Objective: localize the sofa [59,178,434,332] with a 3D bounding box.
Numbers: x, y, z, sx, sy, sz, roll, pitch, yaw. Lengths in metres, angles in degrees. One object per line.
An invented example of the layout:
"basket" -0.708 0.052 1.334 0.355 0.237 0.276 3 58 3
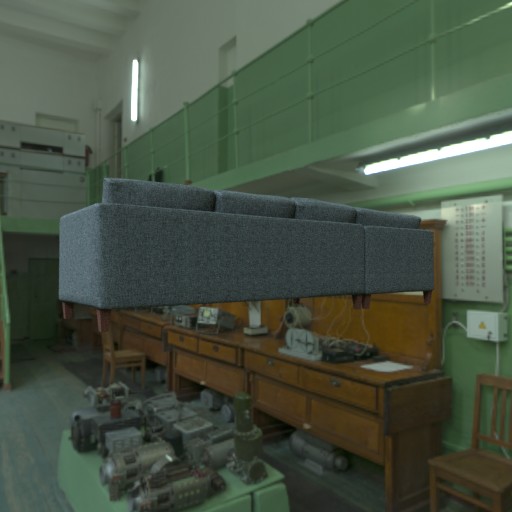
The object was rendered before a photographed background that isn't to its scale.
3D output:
"sofa" 0.000 0.000 4.201 3.485 0.960 1.635 1 -2 -37
